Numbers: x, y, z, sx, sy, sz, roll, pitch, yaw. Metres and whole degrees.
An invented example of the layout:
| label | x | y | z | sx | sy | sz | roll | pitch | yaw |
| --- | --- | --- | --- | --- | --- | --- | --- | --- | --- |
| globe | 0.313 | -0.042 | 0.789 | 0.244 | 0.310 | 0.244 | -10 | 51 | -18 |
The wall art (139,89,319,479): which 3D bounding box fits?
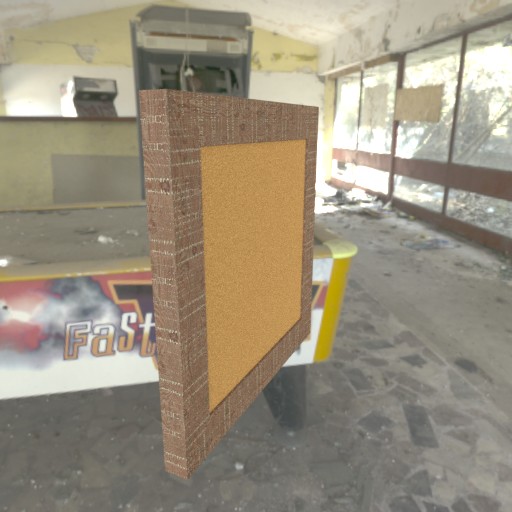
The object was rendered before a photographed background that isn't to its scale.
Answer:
| label | x | y | z | sx | sy | sz | roll | pitch | yaw |
| --- | --- | --- | --- | --- | --- | --- | --- | --- | --- |
| wall art | 0.000 | 0.000 | 0.804 | 0.040 | 0.531 | 0.531 | 8 | 18 | 25 |
